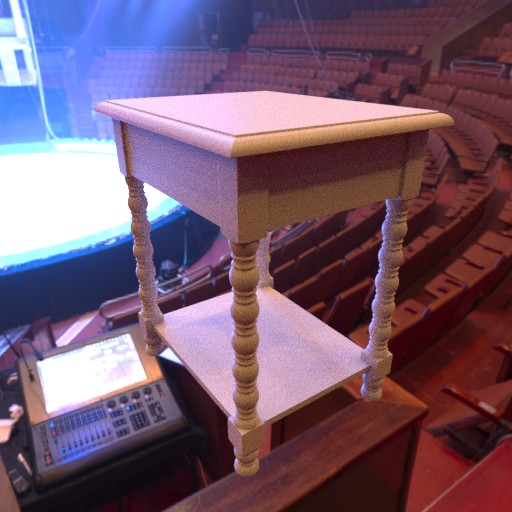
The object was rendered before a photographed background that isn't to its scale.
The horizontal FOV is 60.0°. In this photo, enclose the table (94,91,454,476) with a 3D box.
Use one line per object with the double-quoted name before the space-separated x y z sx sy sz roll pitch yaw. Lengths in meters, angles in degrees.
"table" 0.000 0.000 0.819 0.381 0.531 0.460 -16 30 -31
